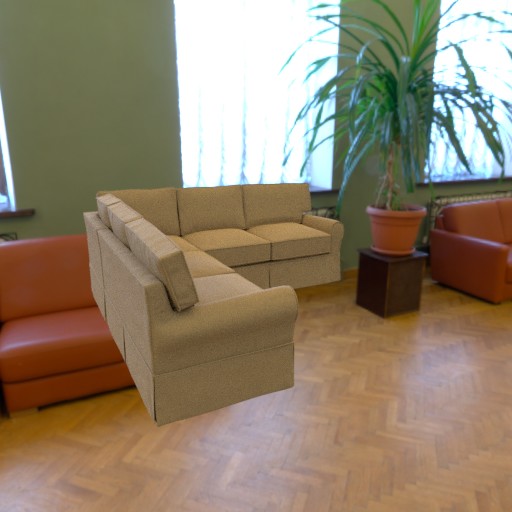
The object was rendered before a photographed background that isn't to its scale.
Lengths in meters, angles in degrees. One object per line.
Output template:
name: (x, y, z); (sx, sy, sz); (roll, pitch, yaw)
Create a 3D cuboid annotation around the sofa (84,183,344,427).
sofa: (0.000, 0.000, 4.217); (2.733, 1.124, 2.730); (-8, 17, -26)
